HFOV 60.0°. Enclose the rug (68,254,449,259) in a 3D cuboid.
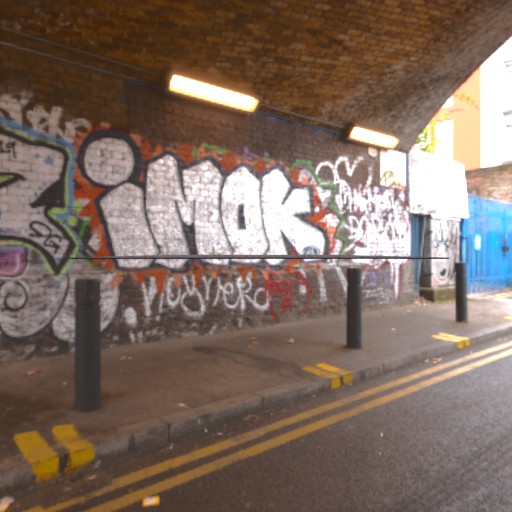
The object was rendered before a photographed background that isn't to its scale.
[{"bbox_3d":[0.000,0.000,2.302,1.200,0.005,1.819,0,0,-1],"label":"rug"}]
